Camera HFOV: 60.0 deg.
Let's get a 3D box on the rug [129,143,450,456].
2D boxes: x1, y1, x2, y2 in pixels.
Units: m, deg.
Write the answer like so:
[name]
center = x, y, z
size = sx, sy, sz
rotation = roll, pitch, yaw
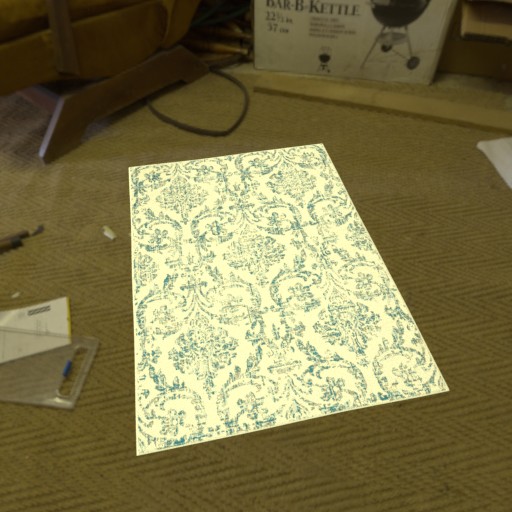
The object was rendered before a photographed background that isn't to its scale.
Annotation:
[rug]
center = 0.000, 0.000, 2.874
size = 1.586, 0.014, 2.197
rotation = -9, 50, -8
